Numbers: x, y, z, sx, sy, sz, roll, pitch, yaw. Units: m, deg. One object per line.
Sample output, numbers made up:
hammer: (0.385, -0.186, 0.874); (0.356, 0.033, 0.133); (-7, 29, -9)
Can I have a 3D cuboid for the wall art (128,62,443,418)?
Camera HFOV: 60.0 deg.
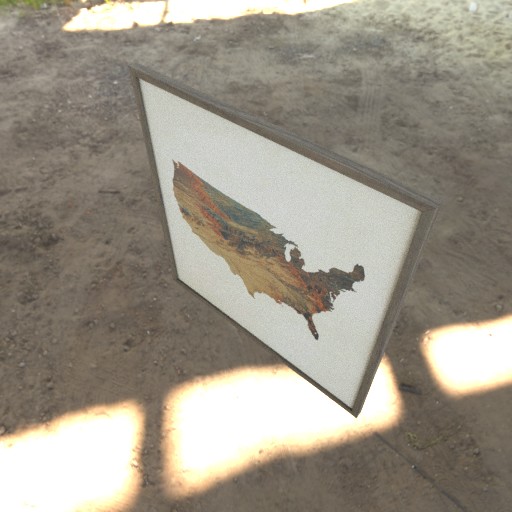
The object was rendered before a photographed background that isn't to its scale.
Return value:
wall art: (0.000, 0.000, 0.754); (0.508, 0.507, 0.016); (33, 55, 27)
